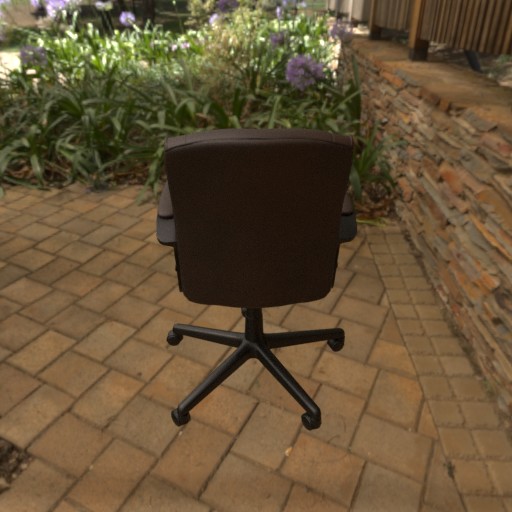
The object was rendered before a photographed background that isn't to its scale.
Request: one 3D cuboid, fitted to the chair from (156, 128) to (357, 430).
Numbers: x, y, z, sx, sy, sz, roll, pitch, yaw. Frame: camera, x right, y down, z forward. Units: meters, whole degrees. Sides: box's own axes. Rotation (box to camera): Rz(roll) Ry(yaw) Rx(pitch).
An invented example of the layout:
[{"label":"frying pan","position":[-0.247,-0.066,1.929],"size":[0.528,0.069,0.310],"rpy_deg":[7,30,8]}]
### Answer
[{"label":"chair","position":[0.000,0.000,1.508],"size":[0.739,1.004,0.717],"rpy_deg":[-1,29,-2]}]
